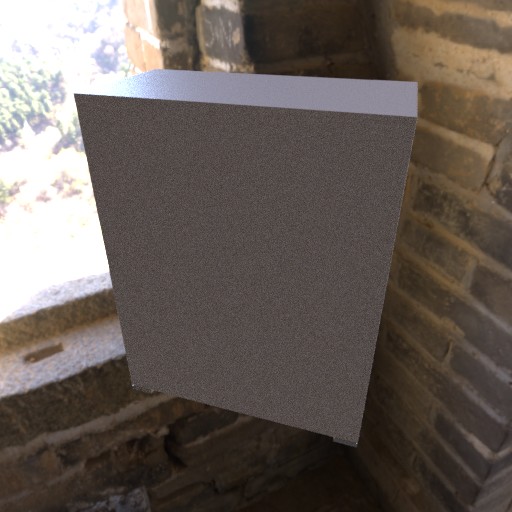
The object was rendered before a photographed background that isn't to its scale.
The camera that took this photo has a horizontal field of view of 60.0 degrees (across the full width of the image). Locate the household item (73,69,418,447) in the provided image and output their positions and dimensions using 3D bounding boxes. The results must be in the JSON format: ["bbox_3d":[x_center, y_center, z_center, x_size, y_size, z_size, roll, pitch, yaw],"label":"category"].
[{"bbox_3d":[0.000,0.000,1.395,0.790,1.010,0.420,9,32,15],"label":"household item"}]
